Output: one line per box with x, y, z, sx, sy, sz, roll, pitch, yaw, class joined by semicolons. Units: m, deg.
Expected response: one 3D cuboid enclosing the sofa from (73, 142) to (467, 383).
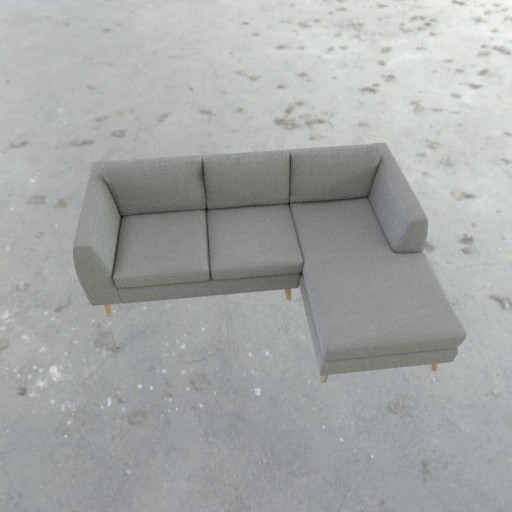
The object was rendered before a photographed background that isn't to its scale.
0.000;0.000;2.993;2.300;0.860;1.580;-5;47;-4;sofa
